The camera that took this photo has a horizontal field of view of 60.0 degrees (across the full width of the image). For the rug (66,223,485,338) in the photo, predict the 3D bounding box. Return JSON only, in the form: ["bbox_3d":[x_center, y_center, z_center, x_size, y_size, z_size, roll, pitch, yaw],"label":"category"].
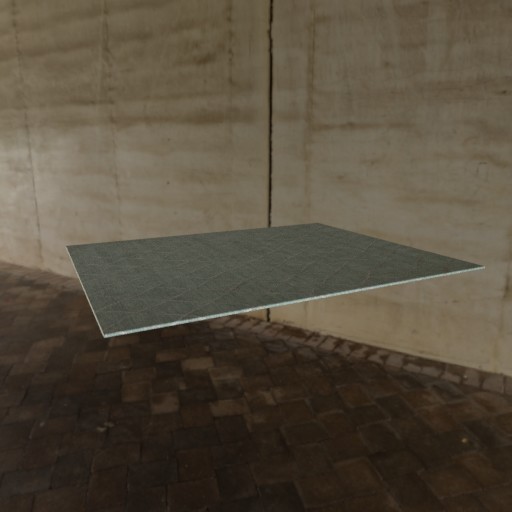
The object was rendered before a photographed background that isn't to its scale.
[{"bbox_3d":[0.000,0.000,4.054,3.039,0.019,2.420,-7,16,-26],"label":"rug"}]
